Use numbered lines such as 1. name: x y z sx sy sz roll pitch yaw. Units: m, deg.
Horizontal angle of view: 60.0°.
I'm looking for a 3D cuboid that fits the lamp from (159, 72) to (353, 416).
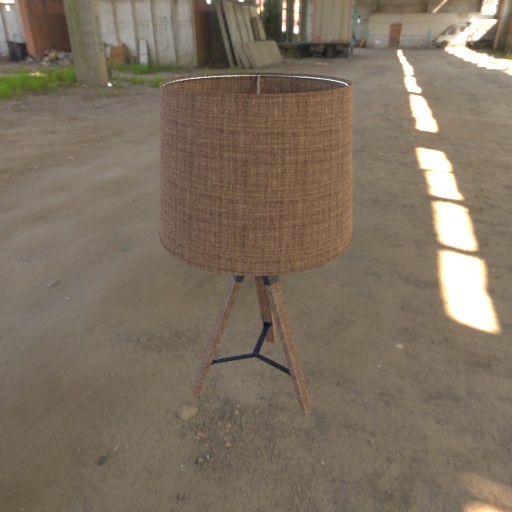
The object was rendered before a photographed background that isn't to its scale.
1. lamp: 0.000 0.000 0.697 0.290 0.514 0.290 0 27 0
